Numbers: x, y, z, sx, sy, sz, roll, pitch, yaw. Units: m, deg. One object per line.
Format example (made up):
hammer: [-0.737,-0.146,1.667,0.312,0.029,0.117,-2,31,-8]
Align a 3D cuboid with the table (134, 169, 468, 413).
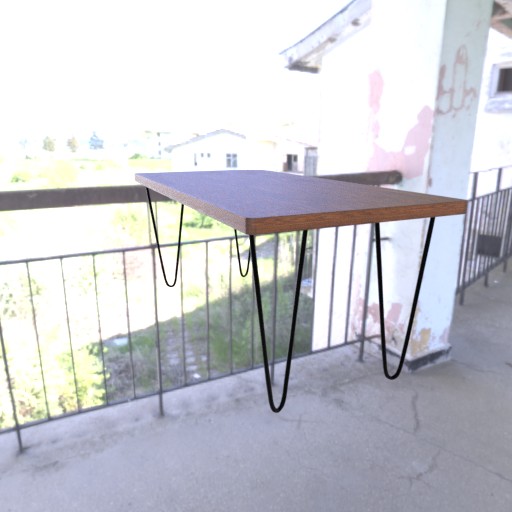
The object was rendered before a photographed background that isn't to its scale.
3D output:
table: [0.000,0.000,2.307,0.883,0.753,1.791,-7,16,-24]
